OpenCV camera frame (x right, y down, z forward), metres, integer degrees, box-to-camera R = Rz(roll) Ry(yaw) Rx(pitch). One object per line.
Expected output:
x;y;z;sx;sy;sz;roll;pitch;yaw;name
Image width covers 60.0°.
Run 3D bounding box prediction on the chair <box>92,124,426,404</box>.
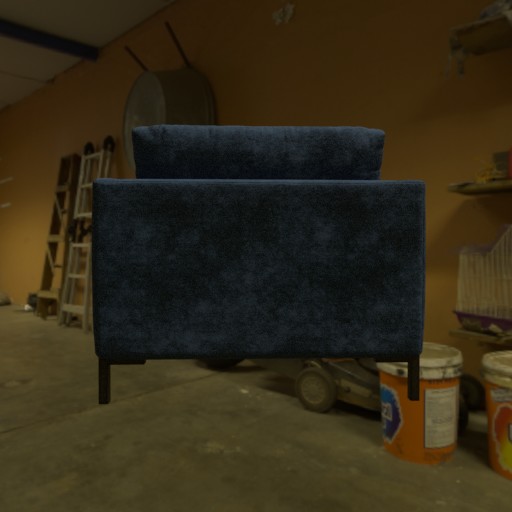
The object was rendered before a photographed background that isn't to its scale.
0.000;0.000;1.660;0.964;0.812;0.875;0;1;-2;chair
